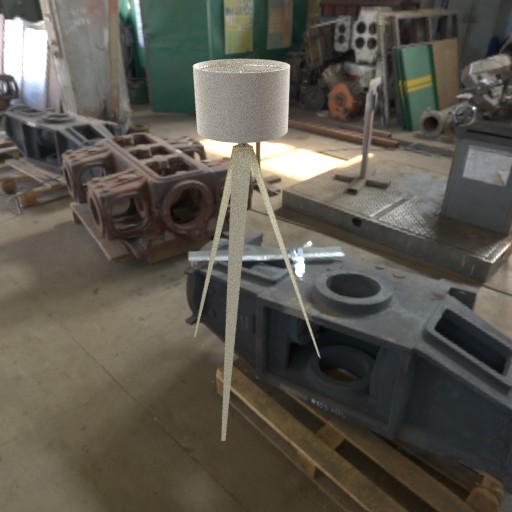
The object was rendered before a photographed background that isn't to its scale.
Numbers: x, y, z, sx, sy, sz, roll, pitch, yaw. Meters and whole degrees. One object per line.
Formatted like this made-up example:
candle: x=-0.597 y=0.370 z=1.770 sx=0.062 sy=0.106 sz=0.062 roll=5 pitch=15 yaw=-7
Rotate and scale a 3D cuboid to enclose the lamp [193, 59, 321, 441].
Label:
lamp: x=0.000 y=0.000 z=1.930 sx=0.724 sy=1.524 sz=0.716 roll=0 pitch=31 yaw=-1
